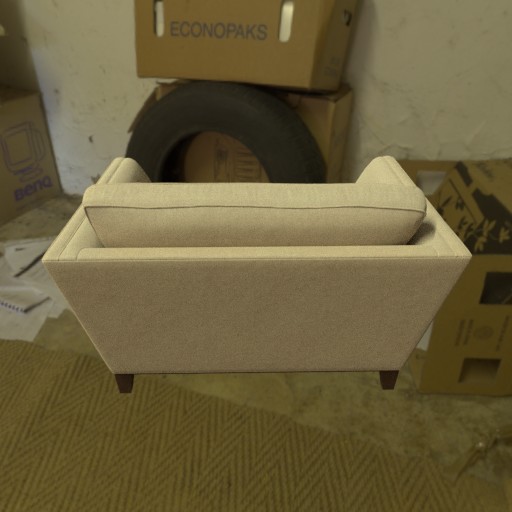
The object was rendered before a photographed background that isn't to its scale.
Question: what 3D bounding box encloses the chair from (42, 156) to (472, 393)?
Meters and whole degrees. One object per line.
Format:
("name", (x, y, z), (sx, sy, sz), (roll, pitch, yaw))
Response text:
("chair", (0.000, 0.000, 1.984), (1.397, 0.940, 0.965), (-1, 32, -1))
